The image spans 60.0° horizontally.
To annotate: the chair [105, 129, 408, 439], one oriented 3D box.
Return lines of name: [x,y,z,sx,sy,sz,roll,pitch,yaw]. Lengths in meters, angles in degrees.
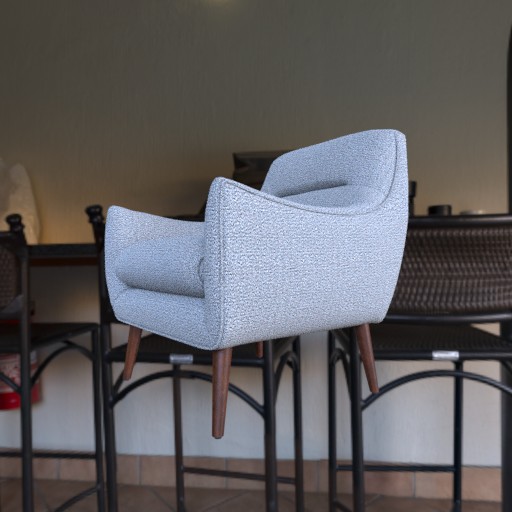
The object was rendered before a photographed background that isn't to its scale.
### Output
chair: [0.000,0.000,1.453,0.787,0.838,0.762,0,0,-36]
